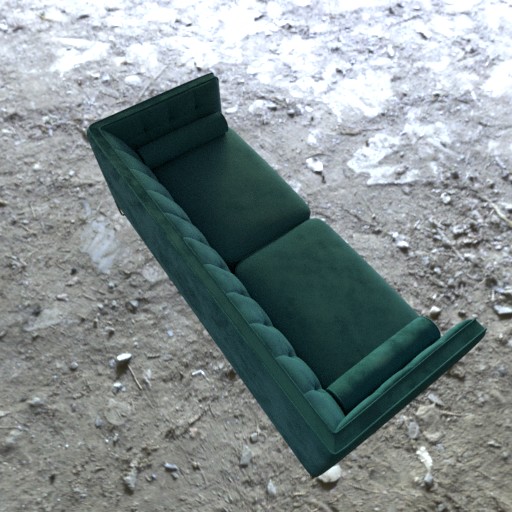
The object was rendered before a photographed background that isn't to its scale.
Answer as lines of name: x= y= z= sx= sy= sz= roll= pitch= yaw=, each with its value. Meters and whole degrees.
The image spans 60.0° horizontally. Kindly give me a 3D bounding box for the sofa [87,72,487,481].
sofa: x=0.000 y=0.000 z=2.421 sx=0.867 sy=0.789 sz=2.087 roll=-32 pitch=63 yaw=-18
